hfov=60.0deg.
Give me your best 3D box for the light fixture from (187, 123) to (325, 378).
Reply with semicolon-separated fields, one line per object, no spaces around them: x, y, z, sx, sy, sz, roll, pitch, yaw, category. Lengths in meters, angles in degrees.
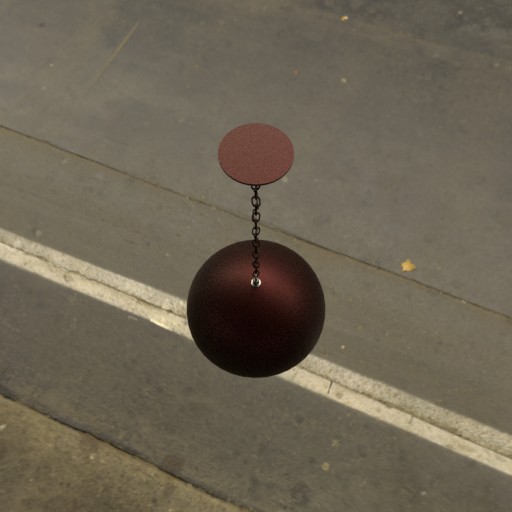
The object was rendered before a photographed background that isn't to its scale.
0.000;0.000;1.195;0.492;0.869;0.492;1;65;1;light fixture
